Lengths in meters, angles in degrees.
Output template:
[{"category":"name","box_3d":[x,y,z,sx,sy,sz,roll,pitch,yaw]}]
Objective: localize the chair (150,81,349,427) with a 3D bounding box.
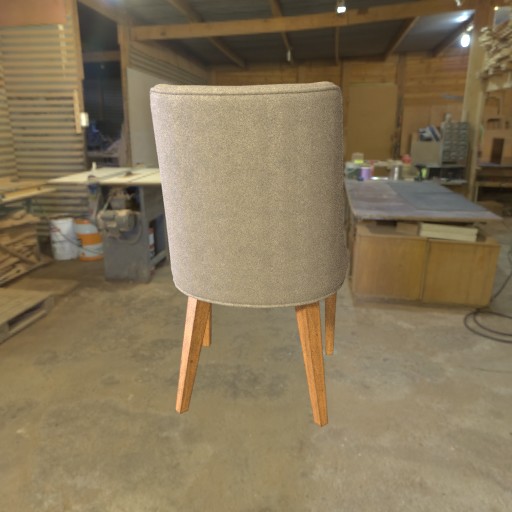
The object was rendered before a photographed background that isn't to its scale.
[{"category":"chair","box_3d":[0.000,0.000,1.306,0.548,0.916,0.636,2,16,8]}]
